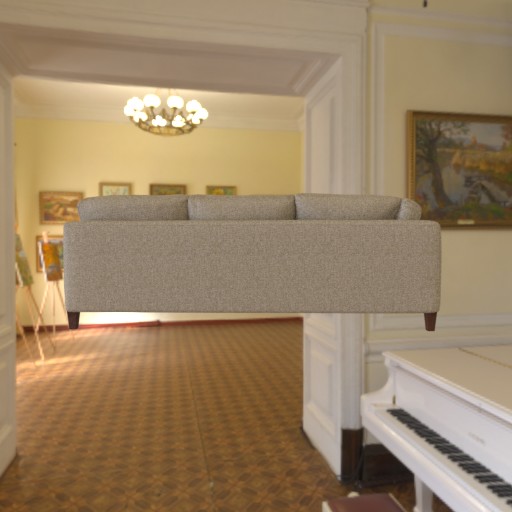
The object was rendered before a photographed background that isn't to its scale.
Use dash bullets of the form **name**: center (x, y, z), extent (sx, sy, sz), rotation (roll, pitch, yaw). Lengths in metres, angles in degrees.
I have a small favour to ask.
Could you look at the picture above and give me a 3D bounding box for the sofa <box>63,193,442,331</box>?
- **sofa**: center (0.000, 0.000, 4.600), extent (2.593, 0.947, 3.302), rotation (0, 1, 2)
